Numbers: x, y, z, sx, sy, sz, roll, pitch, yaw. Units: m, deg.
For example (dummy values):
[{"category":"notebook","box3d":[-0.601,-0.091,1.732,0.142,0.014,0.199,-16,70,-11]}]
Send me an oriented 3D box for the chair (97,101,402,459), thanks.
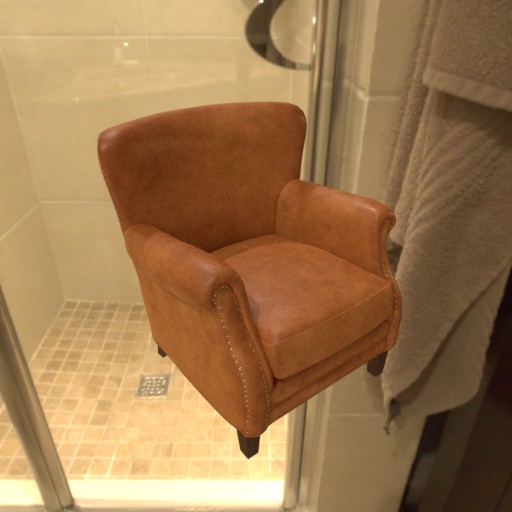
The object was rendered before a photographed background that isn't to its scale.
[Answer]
[{"category":"chair","box3d":[0.000,0.000,1.634,0.861,0.936,0.921,-21,36,-32]}]
